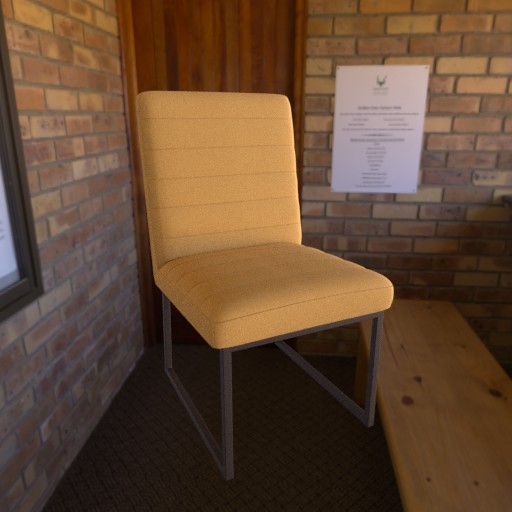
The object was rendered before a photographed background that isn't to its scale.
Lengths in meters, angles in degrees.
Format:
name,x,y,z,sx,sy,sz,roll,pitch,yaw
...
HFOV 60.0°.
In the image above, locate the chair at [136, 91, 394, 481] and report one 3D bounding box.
name,x,y,z,sx,sy,sz,roll,pitch,yaw
chair,0.000,0.000,1.305,0.520,0.930,0.634,-8,19,-25
